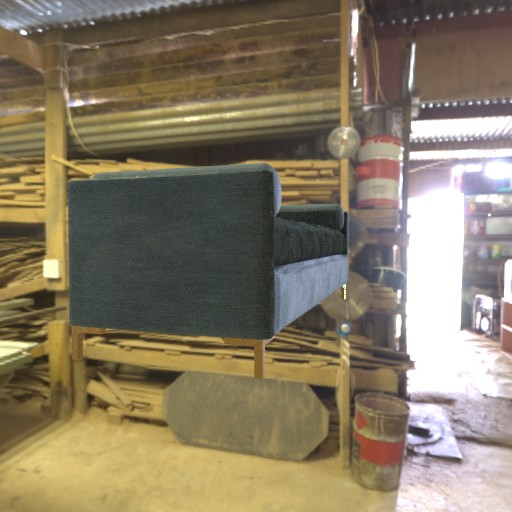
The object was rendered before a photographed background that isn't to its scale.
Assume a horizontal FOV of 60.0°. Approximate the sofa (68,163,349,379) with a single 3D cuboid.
[{"bbox_3d":[0.000,0.000,2.474,0.796,0.705,2.102,1,2,18],"label":"sofa"}]
